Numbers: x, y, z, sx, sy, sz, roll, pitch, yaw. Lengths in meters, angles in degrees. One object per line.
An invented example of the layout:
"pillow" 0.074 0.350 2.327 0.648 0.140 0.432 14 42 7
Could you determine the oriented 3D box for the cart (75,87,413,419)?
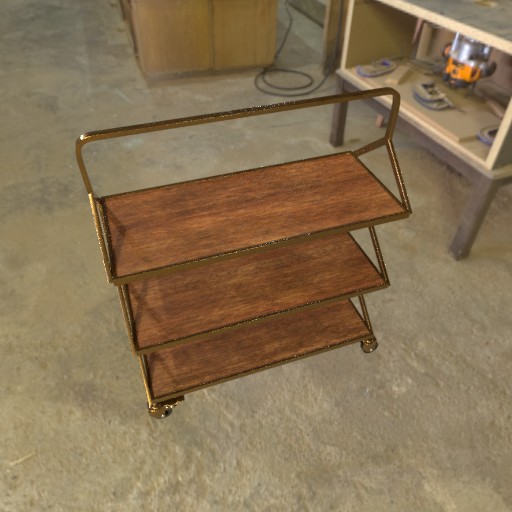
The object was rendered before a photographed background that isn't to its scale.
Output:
"cart" 0.000 0.000 1.159 0.723 0.805 0.313 -13 45 -14
